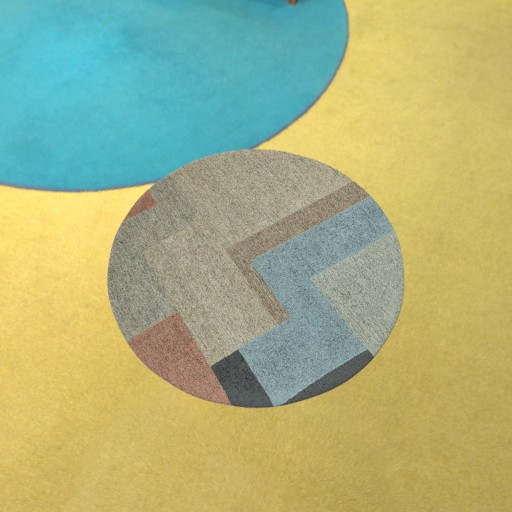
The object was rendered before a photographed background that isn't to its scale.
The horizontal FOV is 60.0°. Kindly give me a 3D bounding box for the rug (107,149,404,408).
[{"bbox_3d":[0.000,0.000,3.713,2.461,0.033,2.461,0,58,0],"label":"rug"}]
